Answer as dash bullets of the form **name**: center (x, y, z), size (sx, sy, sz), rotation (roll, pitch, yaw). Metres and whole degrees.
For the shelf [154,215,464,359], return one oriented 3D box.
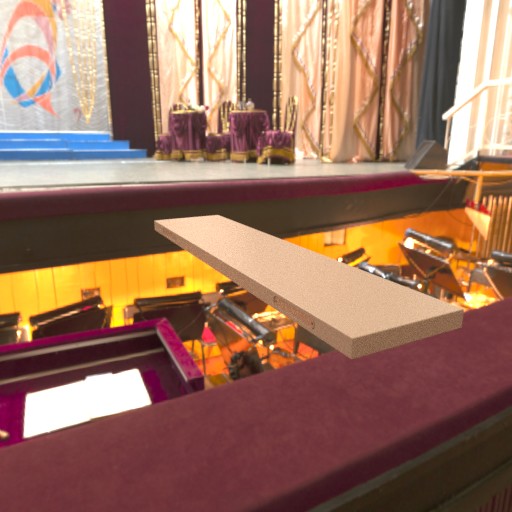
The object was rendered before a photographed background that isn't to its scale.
- **shelf**: center (0.000, 0.000, 0.667), size (0.140, 0.020, 0.610), rotation (-8, 17, -27)
